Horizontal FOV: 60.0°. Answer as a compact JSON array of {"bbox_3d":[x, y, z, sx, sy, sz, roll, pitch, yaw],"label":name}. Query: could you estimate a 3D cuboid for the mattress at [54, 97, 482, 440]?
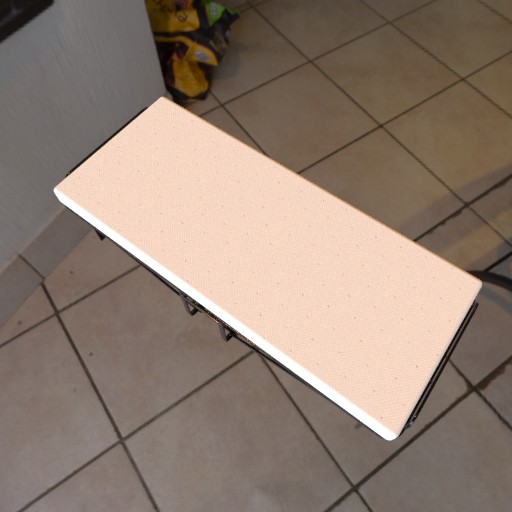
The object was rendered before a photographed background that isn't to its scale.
[{"bbox_3d":[0.000,0.000,2.478,2.153,0.519,0.922,34,67,16],"label":"mattress"}]
